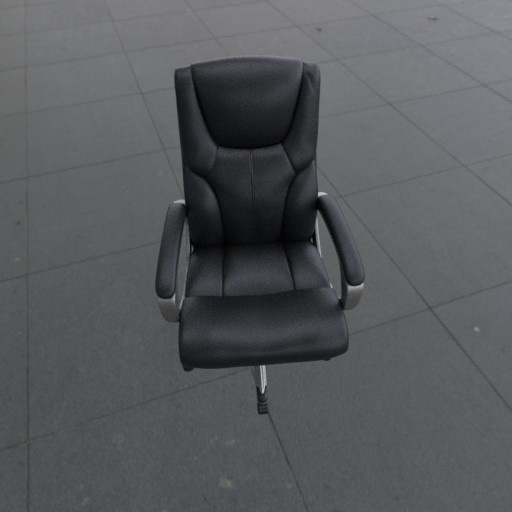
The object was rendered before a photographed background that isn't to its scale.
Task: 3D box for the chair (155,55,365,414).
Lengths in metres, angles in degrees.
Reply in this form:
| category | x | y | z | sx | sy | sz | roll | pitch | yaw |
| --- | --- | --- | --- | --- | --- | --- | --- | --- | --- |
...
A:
| category | x | y | z | sx | sy | sz | roll | pitch | yaw |
| --- | --- | --- | --- | --- | --- | --- | --- | --- | --- |
| chair | 0.000 | 0.000 | 1.598 | 0.663 | 1.155 | 0.739 | -4 | 46 | -3 |
